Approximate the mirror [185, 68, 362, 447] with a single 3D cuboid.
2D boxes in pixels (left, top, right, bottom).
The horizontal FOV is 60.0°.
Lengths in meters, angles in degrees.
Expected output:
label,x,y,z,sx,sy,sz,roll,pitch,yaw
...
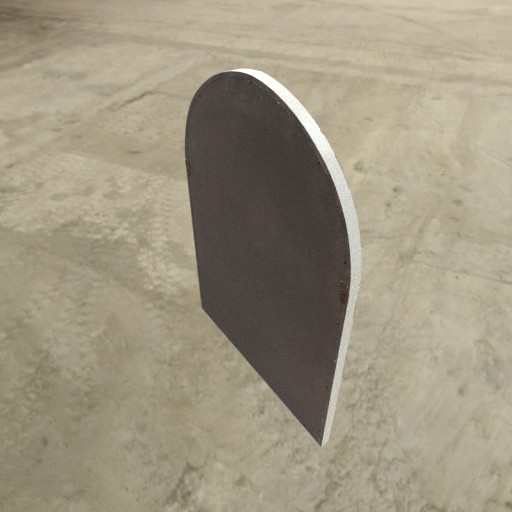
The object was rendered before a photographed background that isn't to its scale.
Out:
label,x,y,z,sx,sy,sz,roll,pitch,yaw
mirror,0.000,0.000,1.158,0.032,0.920,0.660,-24,45,-27
